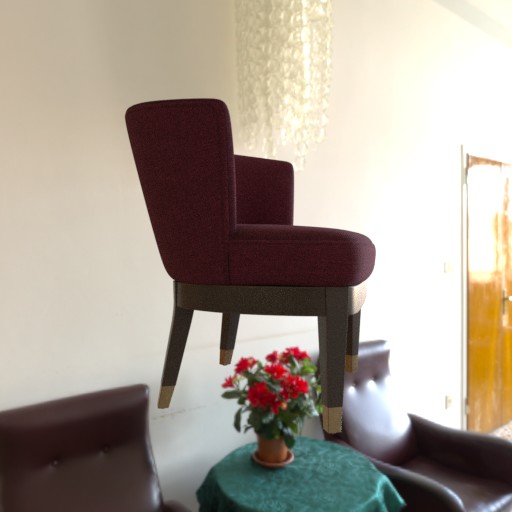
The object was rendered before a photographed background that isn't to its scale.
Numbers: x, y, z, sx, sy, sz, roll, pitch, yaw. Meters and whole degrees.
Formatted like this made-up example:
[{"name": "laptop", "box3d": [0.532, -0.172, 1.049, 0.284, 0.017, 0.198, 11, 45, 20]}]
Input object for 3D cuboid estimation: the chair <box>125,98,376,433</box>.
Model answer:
[{"name": "chair", "box3d": [0.000, 0.000, 1.269, 0.660, 0.760, 0.700, 0, 0, 17]}]
